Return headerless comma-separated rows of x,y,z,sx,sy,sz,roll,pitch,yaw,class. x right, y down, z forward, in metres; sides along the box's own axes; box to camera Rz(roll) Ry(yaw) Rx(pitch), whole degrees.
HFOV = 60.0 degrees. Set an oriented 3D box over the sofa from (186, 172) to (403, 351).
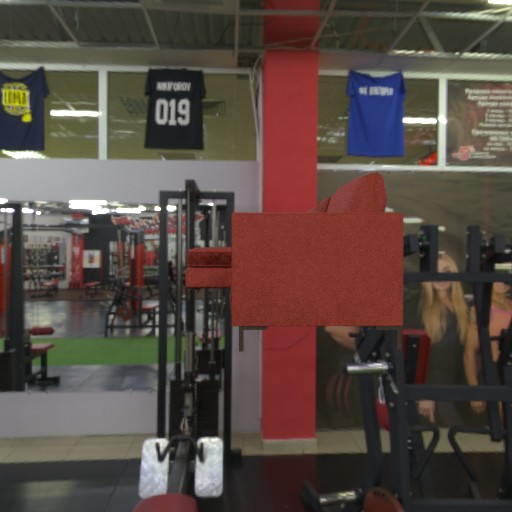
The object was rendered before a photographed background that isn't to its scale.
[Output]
0.000,0.000,4.001,1.500,0.967,3.400,0,1,-1,sofa
